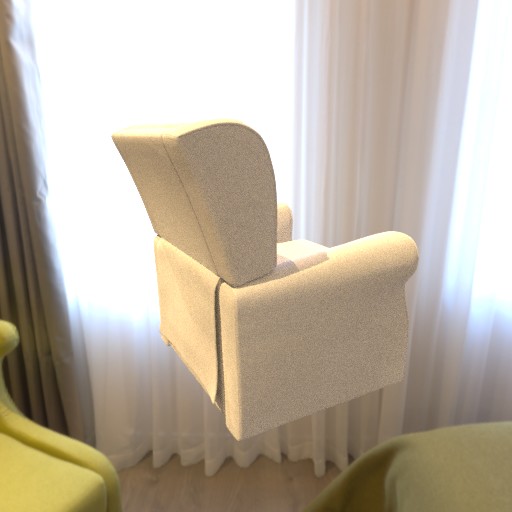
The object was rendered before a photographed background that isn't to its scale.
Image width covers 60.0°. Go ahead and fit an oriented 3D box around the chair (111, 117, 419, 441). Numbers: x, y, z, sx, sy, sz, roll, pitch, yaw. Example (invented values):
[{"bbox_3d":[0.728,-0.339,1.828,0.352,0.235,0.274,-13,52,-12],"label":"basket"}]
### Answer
[{"bbox_3d":[0.000,0.000,1.668,0.854,0.967,0.906,-8,17,-27],"label":"chair"}]
